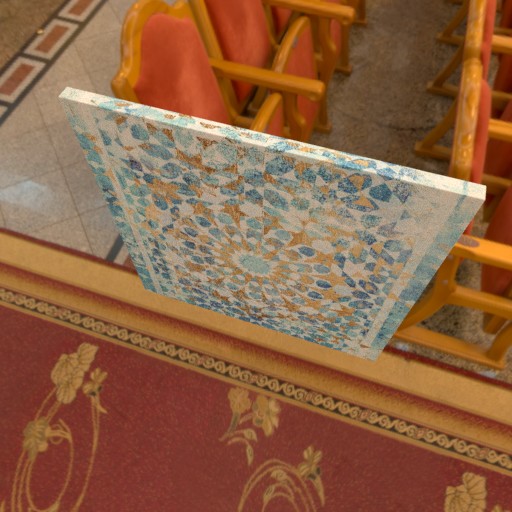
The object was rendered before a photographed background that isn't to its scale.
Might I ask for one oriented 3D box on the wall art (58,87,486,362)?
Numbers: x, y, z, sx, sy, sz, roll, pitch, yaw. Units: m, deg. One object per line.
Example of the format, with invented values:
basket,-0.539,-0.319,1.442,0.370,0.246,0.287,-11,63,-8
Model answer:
wall art,0.000,0.000,1.302,0.916,0.916,0.040,16,59,10
